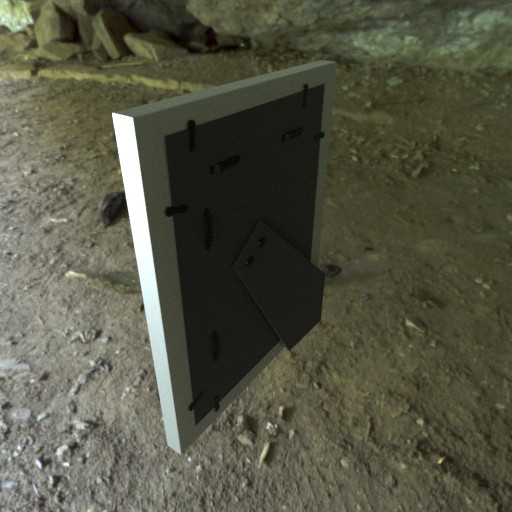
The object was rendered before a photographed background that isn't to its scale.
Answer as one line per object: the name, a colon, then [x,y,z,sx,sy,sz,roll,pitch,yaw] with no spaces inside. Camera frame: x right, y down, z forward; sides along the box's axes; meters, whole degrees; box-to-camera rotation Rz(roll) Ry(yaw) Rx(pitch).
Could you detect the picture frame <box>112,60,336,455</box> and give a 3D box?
picture frame: [0.000,0.000,0.520,0.036,0.386,0.307,21,38,30]
